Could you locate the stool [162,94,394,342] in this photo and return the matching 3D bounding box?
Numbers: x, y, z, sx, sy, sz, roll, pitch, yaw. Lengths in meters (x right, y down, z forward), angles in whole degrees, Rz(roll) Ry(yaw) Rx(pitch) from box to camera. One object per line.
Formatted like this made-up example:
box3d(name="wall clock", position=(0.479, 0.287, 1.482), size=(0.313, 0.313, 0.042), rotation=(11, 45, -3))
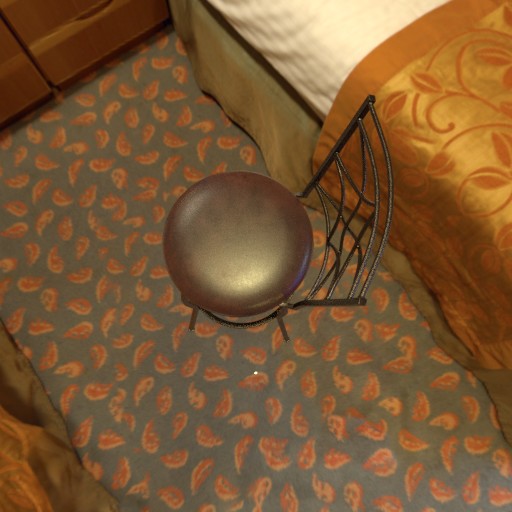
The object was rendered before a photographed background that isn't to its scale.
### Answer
box3d(name="stool", position=(0.000, 0.000, 1.391), size=(0.534, 1.117, 0.434), rotation=(6, 75, 2))
